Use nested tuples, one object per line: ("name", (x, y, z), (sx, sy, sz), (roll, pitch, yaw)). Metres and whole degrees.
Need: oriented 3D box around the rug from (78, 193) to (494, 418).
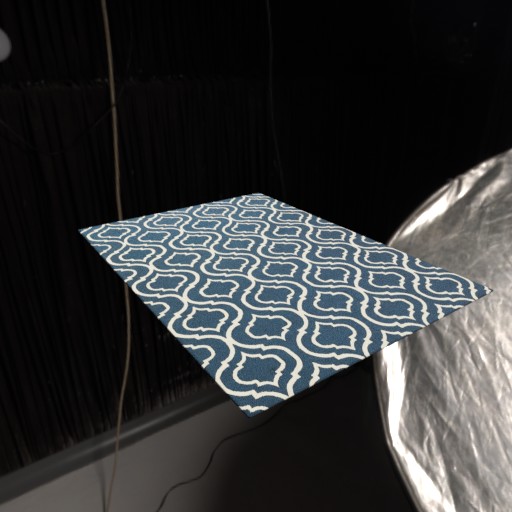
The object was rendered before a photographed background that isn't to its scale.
("rug", (0.000, 0.000, 4.254), (2.438, 0.010, 3.353), (-16, 29, -31))
